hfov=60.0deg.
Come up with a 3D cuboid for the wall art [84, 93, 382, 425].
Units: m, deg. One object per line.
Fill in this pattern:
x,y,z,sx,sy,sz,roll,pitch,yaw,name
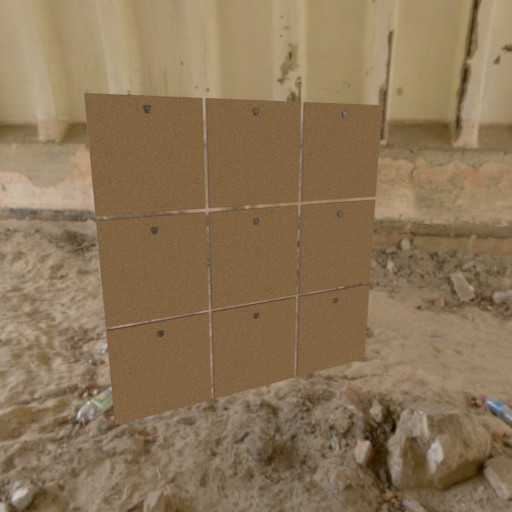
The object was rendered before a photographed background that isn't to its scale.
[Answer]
0.000,0.000,1.830,1.221,1.218,0.019,-7,16,-25,wall art
